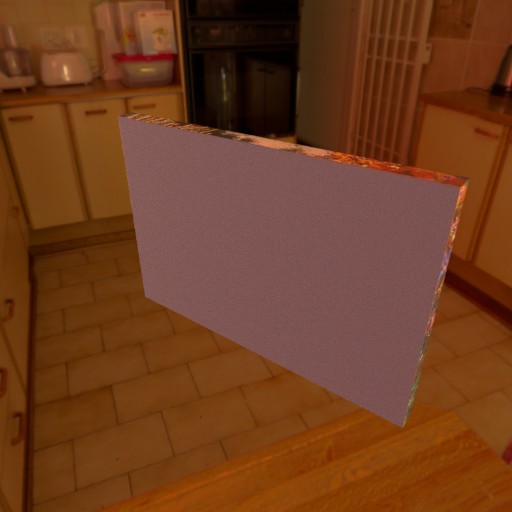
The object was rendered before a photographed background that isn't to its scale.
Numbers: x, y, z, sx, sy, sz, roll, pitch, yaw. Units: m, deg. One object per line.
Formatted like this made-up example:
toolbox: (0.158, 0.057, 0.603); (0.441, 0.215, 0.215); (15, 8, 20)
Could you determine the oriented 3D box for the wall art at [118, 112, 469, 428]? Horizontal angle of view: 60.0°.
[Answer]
wall art: (0.000, 0.000, 0.776); (0.610, 0.406, 0.037); (20, 35, 31)
